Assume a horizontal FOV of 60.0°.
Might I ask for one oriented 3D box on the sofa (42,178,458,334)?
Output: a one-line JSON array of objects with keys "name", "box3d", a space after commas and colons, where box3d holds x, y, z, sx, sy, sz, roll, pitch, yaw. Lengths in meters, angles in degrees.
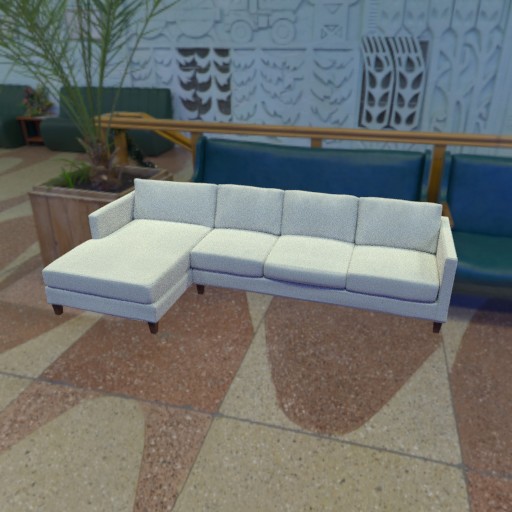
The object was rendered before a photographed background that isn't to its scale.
[{"name": "sofa", "box3d": [0.000, 0.000, 3.857, 3.186, 0.861, 1.625, 8, 26, 16]}]
